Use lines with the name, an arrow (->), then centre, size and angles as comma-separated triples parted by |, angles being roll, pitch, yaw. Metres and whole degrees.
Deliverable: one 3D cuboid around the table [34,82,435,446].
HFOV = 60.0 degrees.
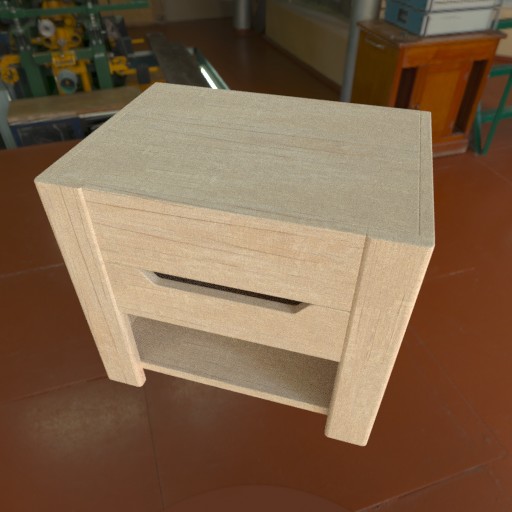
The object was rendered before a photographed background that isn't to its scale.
table -> 0.000, 0.000, 0.913 | 0.570, 0.510, 0.420 | 11, 42, 12
